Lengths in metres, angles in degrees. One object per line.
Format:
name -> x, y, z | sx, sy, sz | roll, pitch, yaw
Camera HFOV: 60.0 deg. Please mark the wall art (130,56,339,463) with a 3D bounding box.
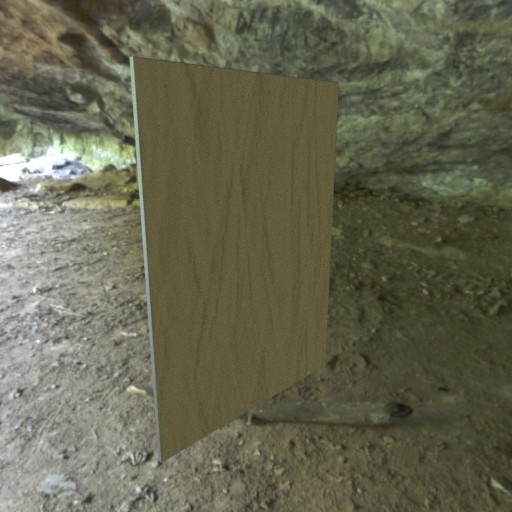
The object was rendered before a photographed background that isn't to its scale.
wall art -> 0.000, 0.000, 1.449 | 0.810, 1.116, 0.016 | -15, 22, -43
